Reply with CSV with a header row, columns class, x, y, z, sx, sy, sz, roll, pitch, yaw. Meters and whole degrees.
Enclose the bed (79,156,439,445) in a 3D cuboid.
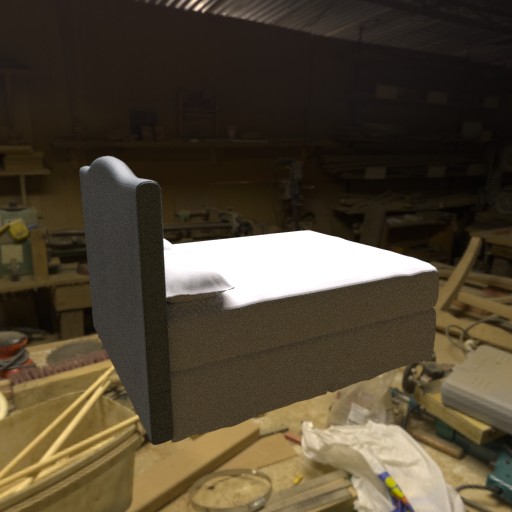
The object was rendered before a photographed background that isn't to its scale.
class,x,y,z,sx,sy,sz,roll,pitch,yaw
bed,0.000,0.000,3.281,2.143,1.460,1.753,-7,16,-28
